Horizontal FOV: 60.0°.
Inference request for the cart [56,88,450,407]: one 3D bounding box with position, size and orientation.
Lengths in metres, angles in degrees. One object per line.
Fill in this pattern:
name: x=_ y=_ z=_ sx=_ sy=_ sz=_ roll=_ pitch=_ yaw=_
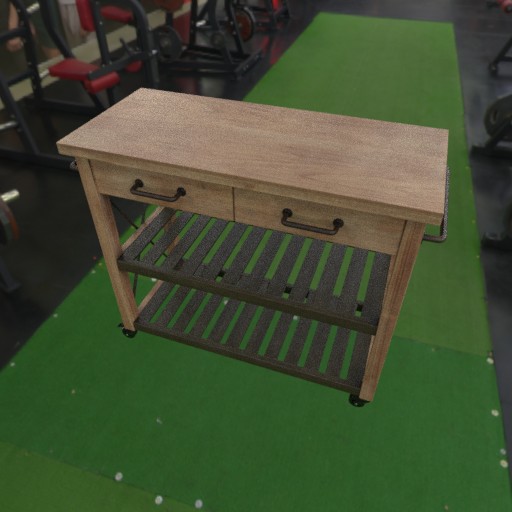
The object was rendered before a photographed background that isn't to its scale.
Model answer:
cart: x=0.000 y=0.000 z=0.969 sx=0.686 sy=0.554 sz=0.298 roll=13 pitch=42 yaw=15
